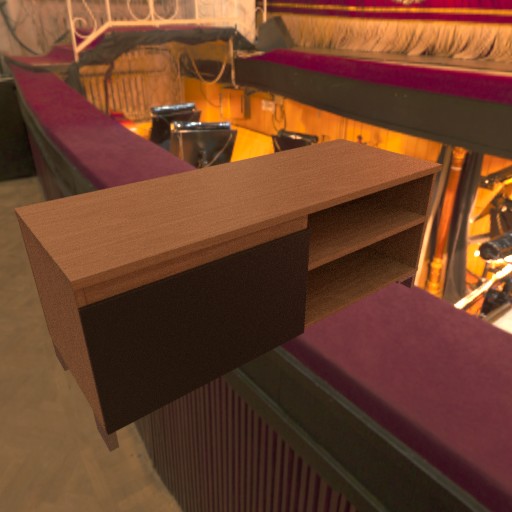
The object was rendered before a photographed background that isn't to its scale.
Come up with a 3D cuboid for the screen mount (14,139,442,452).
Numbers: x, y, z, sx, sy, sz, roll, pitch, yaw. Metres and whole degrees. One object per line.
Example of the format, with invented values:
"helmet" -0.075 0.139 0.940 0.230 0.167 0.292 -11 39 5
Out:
"screen mount" 0.000 0.000 1.263 1.084 0.432 0.406 -20 34 -33
